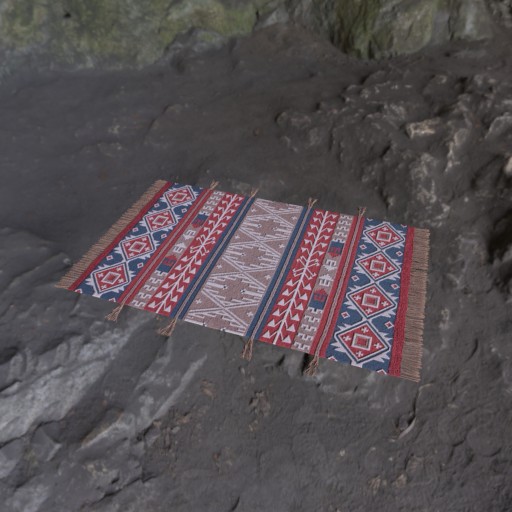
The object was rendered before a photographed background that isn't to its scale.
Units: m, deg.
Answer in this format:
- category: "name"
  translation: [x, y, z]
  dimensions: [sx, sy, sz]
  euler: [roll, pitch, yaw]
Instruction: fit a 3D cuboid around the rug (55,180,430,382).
- category: "rug"
  translation: [0.000, 0.000, 2.721]
  dimensions: [2.025, 0.040, 1.469]
  euler: [12, 42, 14]
